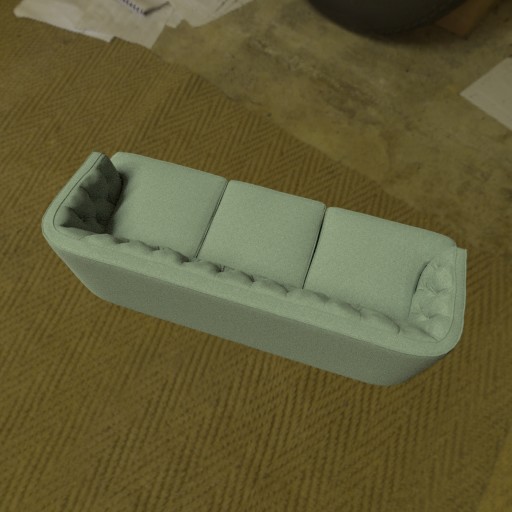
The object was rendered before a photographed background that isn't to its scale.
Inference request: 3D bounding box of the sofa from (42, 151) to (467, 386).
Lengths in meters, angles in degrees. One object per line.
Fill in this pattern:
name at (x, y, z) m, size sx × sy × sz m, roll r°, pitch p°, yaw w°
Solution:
sofa at (0.000, 0.000, 2.667) m, size 2.278 × 0.855 × 0.941 m, roll 16°, pitch 65°, yaw 8°
